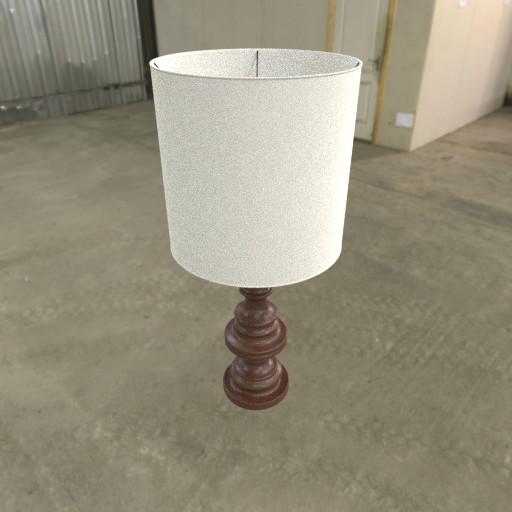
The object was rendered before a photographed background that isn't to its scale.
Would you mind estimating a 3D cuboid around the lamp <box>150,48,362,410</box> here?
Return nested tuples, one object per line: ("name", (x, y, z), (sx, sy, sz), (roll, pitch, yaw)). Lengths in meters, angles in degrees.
("lamp", (0.000, 0.000, 0.559), (0.208, 0.455, 0.208), (-10, 32, -16))
